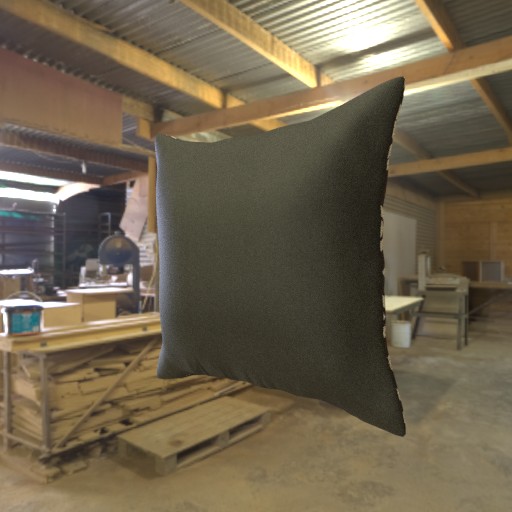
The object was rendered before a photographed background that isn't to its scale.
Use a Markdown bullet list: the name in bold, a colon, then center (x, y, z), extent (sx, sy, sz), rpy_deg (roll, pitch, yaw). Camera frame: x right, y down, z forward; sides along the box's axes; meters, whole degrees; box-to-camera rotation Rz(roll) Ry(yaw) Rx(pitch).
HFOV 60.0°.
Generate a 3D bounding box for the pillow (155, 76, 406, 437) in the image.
- **pillow**: center (0.000, 0.000, 0.752), extent (0.504, 0.494, 0.188), rpy_deg (0, 0, 36)
